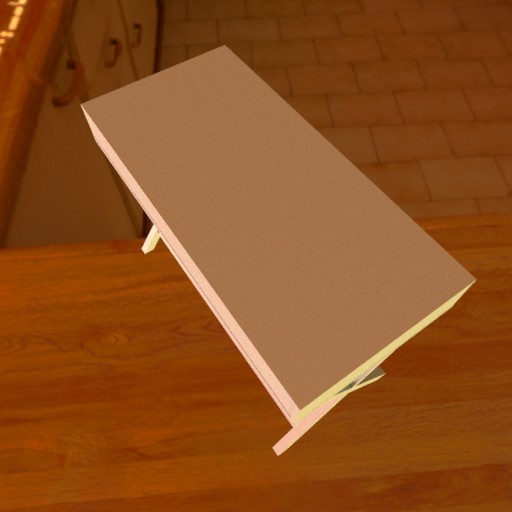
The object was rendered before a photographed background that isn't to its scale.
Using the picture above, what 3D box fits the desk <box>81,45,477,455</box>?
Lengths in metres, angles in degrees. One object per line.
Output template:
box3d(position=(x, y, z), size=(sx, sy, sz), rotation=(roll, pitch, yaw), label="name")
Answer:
box3d(position=(0.000, 0.000, 1.490), size=(0.525, 0.780, 1.057), rotation=(-31, 64, -17), label="desk")
